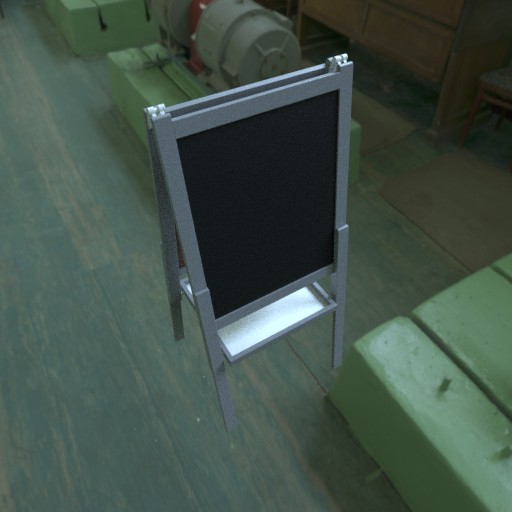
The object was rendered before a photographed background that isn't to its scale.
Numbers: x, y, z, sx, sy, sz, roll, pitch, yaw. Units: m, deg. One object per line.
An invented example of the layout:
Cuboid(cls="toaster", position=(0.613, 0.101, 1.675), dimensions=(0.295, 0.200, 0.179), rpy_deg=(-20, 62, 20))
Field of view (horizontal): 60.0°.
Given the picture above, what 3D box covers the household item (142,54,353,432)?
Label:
Cuboid(cls="household item", position=(0.000, 0.000, 1.435), dimensions=(0.531, 1.172, 0.469), rpy_deg=(-24, 51, -21))
